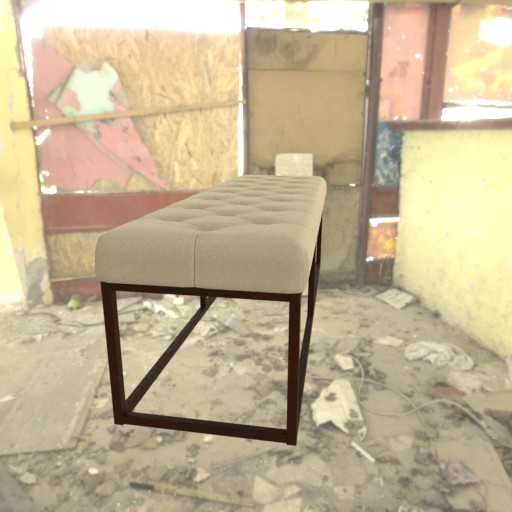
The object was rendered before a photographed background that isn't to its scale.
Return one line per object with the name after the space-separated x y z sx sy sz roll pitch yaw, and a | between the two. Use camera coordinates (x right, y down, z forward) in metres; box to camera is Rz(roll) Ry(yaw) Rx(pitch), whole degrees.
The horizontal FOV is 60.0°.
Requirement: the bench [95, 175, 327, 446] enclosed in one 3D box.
0.000 0.000 1.681 0.479 0.488 1.488 3 16 10 | bench
